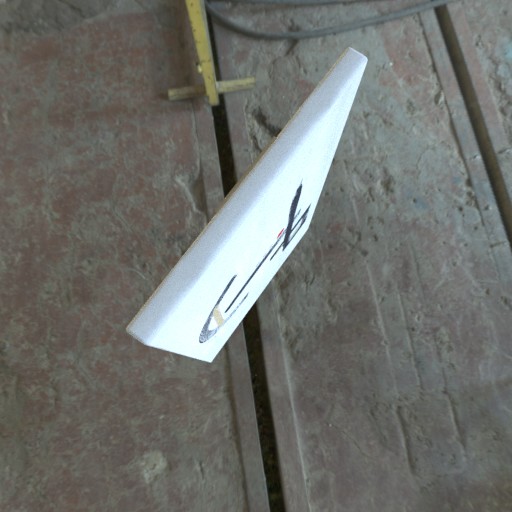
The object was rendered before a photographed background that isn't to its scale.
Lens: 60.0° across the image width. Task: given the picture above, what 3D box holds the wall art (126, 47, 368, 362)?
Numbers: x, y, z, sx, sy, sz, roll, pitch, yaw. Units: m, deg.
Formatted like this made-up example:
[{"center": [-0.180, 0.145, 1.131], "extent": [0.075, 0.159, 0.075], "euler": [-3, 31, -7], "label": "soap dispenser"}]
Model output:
[{"center": [0.000, 0.000, 1.144], "extent": [0.048, 0.916, 0.602], "euler": [35, 78, 9], "label": "wall art"}]
